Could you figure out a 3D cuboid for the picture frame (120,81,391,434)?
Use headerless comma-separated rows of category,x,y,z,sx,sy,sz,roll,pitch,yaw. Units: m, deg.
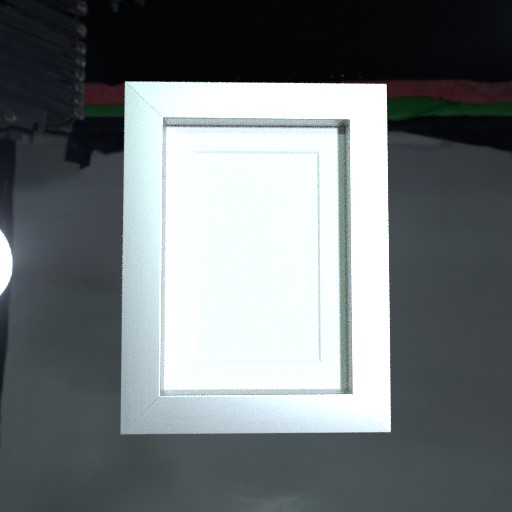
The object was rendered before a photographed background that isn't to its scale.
picture frame,0.000,0.000,0.276,0.157,0.208,0.028,0,-2,-1
